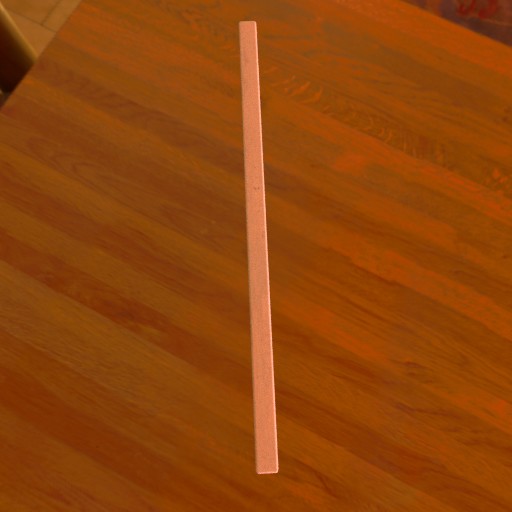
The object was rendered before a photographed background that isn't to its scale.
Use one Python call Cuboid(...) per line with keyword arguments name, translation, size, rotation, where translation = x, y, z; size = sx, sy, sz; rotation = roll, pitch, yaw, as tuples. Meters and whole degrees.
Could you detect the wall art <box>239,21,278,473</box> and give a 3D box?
Cuboid(name="wall art", translation=(0.000, 0.000, 1.158), size=(0.038, 0.609, 0.913), rotation=(-2, 76, -1))
